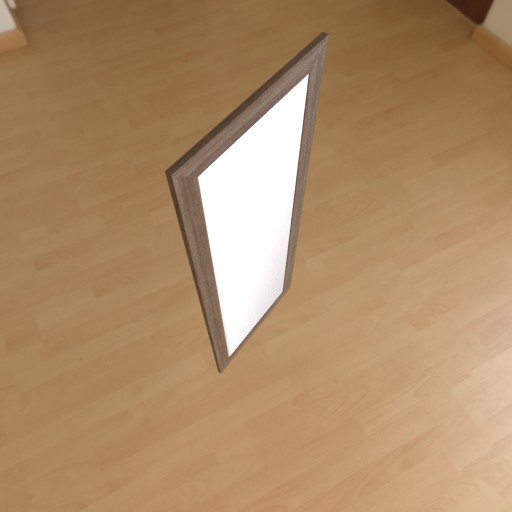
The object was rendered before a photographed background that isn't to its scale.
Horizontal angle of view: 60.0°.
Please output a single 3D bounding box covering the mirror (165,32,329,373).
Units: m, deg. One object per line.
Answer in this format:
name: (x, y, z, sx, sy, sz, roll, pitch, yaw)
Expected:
mirror: (0.000, 0.000, 2.286, 0.025, 2.032, 0.812, 33, 65, 18)
